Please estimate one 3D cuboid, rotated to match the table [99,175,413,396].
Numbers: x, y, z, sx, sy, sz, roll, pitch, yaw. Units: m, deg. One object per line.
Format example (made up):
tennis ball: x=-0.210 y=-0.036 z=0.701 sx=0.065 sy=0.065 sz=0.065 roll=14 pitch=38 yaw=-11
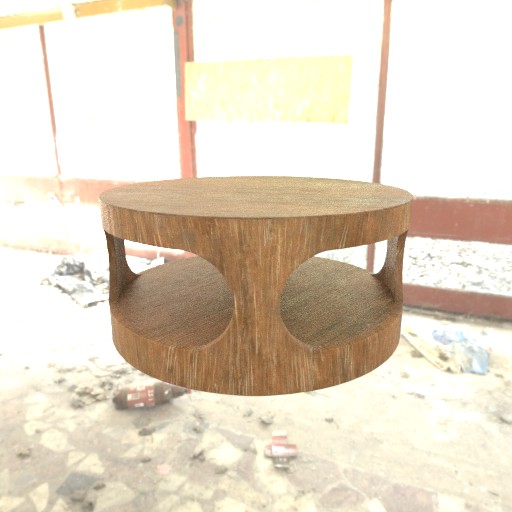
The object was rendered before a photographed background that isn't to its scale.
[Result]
table: x=0.000 y=0.000 z=1.509 sx=0.974 sy=0.450 sz=0.974 roll=0 pitch=16 yaw=0
